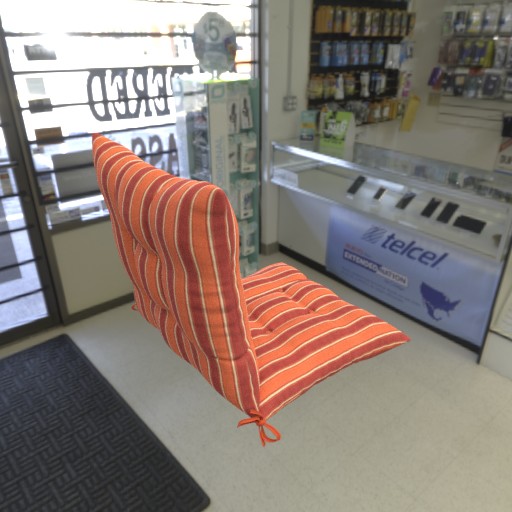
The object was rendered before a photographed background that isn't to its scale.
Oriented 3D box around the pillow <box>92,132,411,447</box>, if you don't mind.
[{"bbox_3d":[0.000,0.000,1.016,0.585,0.536,0.541,-18,32,-32],"label":"pillow"}]
